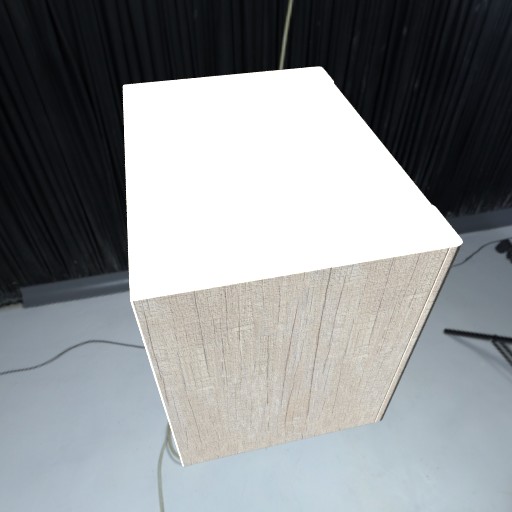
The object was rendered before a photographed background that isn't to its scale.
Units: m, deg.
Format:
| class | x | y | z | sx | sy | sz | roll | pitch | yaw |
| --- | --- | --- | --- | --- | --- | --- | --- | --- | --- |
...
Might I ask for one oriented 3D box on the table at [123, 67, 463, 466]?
| class | x | y | z | sx | sy | sz | roll | pitch | yaw |
| --- | --- | --- | --- | --- | --- | --- | --- | --- | --- |
| table | 0.000 | 0.000 | 0.909 | 0.420 | 0.510 | 0.570 | -9 | 46 | -9 |
